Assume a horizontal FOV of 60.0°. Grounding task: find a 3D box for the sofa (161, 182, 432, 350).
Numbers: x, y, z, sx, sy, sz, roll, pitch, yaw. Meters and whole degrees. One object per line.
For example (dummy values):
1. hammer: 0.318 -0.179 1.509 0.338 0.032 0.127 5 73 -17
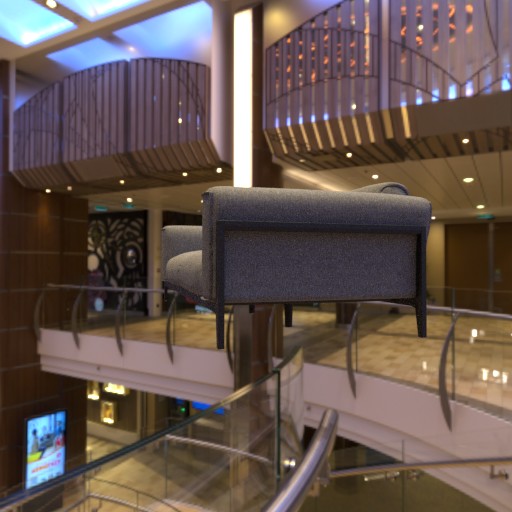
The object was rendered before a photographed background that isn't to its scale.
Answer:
1. sofa: 0.000 0.000 2.709 0.985 0.703 2.125 0 -1 -17
